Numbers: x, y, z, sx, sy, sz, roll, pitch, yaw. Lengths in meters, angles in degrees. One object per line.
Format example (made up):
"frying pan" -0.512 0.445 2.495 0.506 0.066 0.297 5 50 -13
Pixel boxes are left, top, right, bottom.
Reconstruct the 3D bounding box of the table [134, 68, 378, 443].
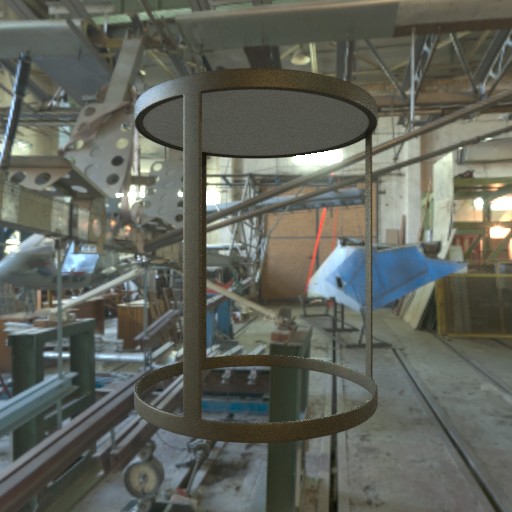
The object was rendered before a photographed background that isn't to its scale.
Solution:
"table" 0.000 0.000 0.907 0.480 0.565 0.480 0 0 0
